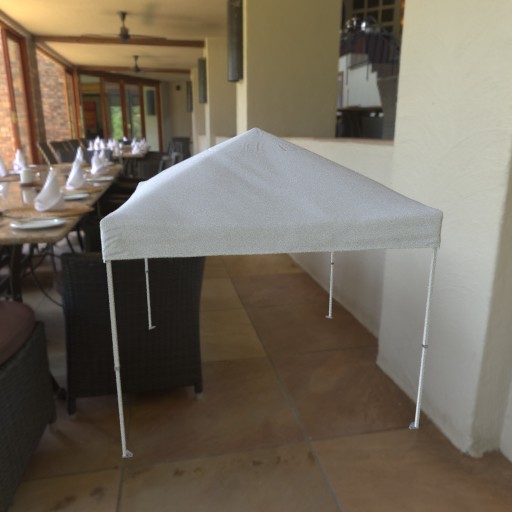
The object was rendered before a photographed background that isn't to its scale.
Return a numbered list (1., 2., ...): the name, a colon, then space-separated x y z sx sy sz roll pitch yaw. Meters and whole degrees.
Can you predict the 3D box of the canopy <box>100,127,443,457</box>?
1. canopy: 0.000 0.000 5.379 2.996 2.997 2.998 -2 15 -8
